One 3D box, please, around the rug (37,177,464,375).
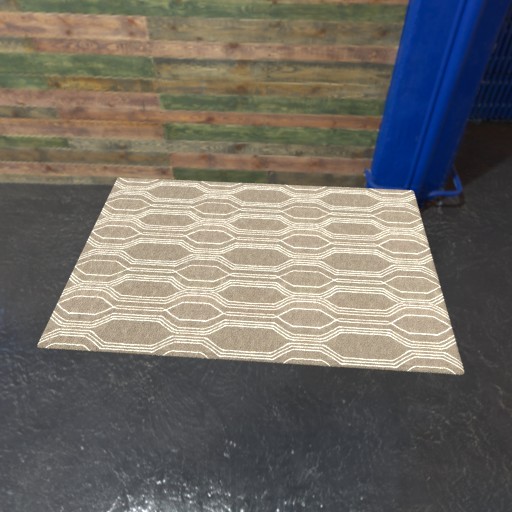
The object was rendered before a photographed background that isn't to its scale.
[{"bbox_3d":[0.000,0.000,2.319,1.836,0.012,1.239,3,46,3],"label":"rug"}]
